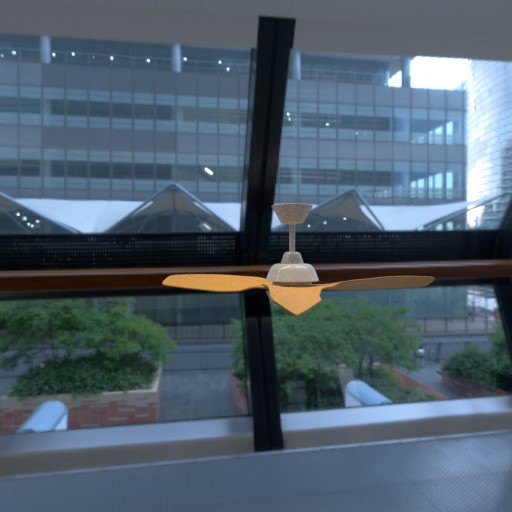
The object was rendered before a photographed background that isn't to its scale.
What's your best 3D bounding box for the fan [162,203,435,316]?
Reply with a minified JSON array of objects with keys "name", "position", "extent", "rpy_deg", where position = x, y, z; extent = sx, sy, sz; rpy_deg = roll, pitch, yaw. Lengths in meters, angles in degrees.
[{"name":"fan","position":[0.000,0.000,1.649],"extent":[1.010,0.355,1.142],"rpy_deg":[0,0,35]}]
